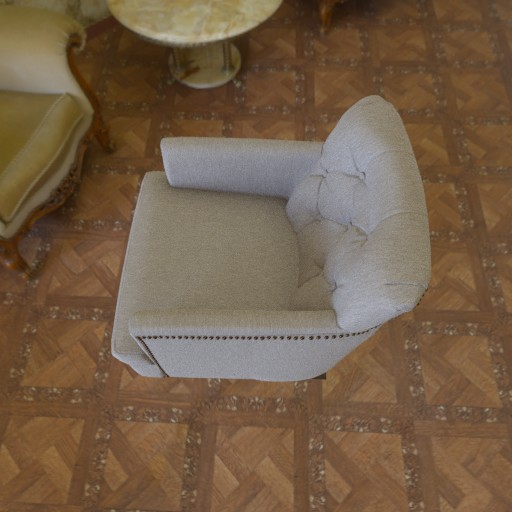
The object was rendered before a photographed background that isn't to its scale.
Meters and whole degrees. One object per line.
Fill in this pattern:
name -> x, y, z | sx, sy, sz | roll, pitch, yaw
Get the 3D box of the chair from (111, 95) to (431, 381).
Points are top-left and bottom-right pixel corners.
chair -> 0.000, 0.000, 1.526 | 0.902, 0.823, 0.737 | 1, 60, 1
